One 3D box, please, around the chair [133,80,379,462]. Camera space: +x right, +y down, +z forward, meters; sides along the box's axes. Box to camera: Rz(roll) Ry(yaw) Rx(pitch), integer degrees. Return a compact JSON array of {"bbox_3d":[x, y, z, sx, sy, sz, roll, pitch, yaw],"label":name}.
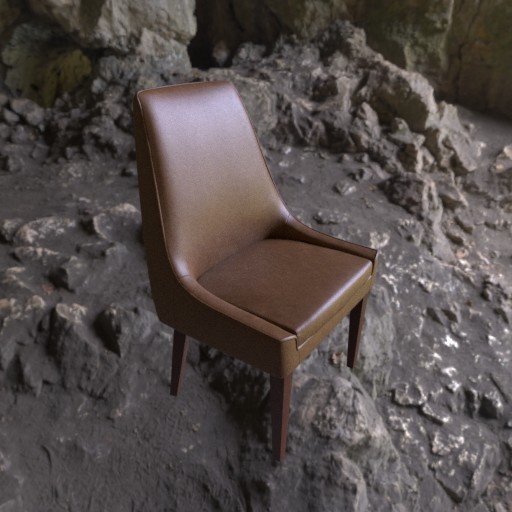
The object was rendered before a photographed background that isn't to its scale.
[{"bbox_3d":[0.000,0.000,1.225,0.544,0.861,0.529,18,32,32],"label":"chair"}]
